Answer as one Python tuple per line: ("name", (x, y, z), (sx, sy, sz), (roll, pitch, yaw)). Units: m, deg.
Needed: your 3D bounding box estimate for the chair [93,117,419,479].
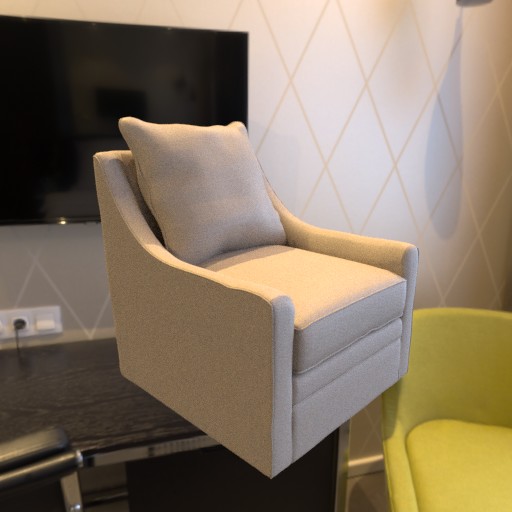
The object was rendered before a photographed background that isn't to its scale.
("chair", (0.000, 0.000, 1.563), (0.876, 0.942, 0.760), (14, 20, 43))
